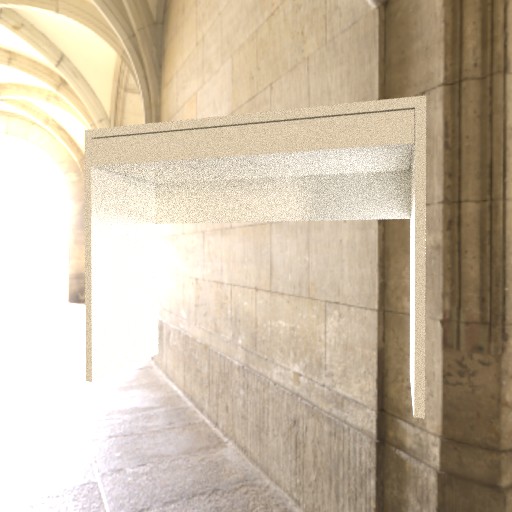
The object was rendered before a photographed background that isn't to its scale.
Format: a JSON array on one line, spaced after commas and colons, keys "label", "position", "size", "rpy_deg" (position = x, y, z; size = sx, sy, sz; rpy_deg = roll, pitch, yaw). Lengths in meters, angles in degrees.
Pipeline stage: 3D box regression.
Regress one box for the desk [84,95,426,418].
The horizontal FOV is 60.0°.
[{"label": "desk", "position": [0.000, 0.000, 1.428], "size": [1.000, 0.790, 0.400], "rpy_deg": [0, 1, 18]}]
